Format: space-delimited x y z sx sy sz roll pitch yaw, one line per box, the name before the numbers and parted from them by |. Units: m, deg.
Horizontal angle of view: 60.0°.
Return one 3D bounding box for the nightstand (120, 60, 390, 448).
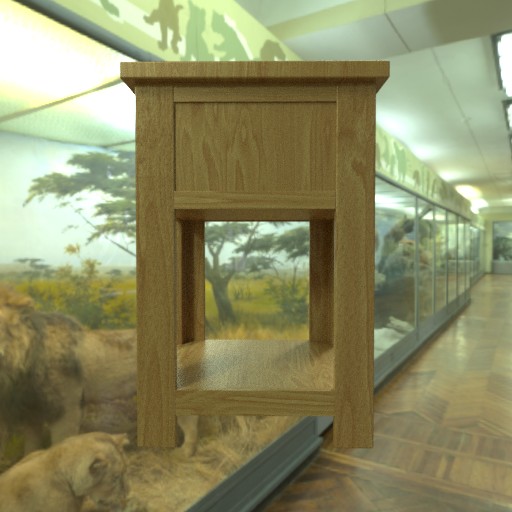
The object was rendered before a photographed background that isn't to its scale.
nightstand | 0.000 0.000 0.905 0.418 0.614 0.428 0 1 1
